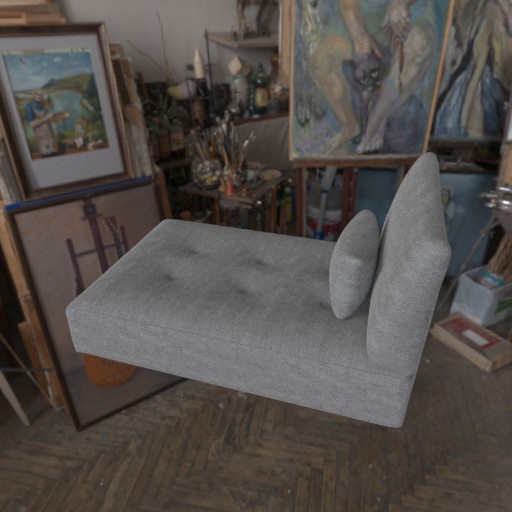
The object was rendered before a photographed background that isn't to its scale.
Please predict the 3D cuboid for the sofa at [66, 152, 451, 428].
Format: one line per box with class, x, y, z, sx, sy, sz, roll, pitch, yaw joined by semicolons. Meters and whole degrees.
sofa;0.000;0.000;1.993;1.450;0.820;0.930;9;32;15
